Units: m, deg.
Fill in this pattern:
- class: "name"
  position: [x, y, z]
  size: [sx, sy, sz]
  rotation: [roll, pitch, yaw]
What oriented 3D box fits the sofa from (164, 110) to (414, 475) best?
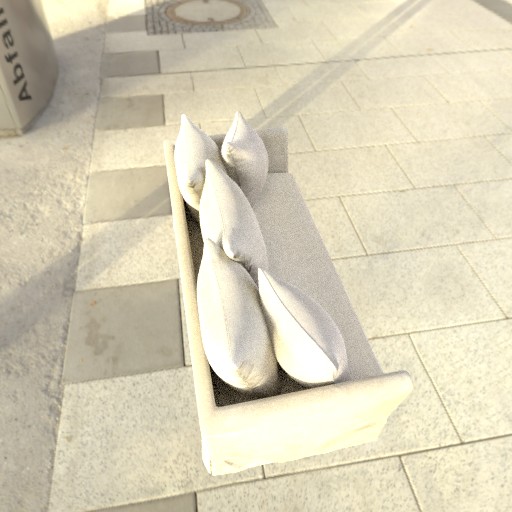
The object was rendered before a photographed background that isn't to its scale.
- class: "sofa"
  position: [0.000, 0.000, 2.842]
  size: [1.031, 1.034, 2.290]
  rotation: [-9, 47, -8]
